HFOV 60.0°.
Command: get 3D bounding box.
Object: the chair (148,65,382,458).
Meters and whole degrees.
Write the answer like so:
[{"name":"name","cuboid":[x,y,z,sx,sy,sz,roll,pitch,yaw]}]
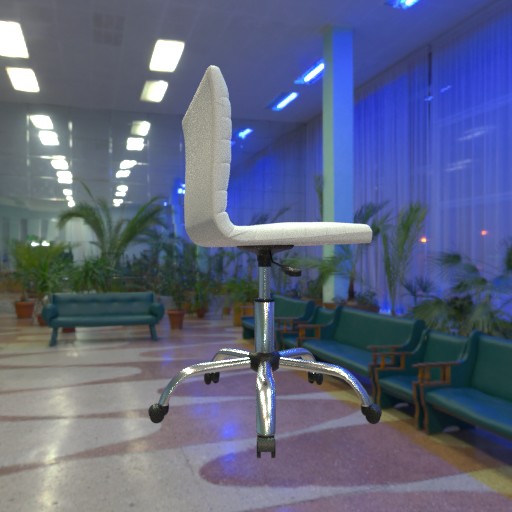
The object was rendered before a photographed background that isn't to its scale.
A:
[{"name":"chair","cuboid":[0.000,0.000,1.121,0.530,0.780,0.556,0,0,-17]}]
